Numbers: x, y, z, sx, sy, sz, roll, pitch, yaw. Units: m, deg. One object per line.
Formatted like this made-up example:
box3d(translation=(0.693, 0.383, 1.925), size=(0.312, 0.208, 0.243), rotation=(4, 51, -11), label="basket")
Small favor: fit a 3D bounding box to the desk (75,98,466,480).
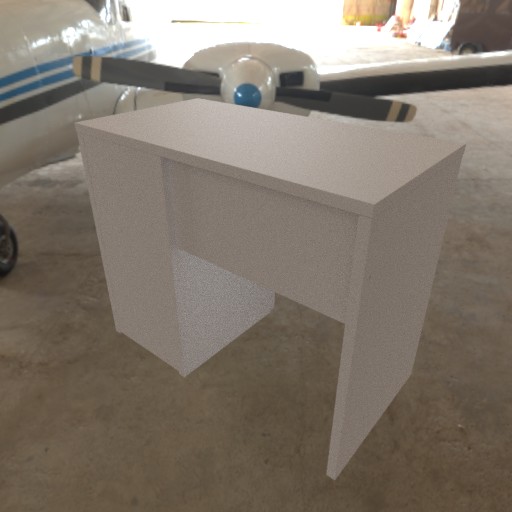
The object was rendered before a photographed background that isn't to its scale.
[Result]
box3d(translation=(0.000, 0.000, 1.312), size=(0.898, 0.730, 0.482), rotation=(22, 36, 34), label="desk")
